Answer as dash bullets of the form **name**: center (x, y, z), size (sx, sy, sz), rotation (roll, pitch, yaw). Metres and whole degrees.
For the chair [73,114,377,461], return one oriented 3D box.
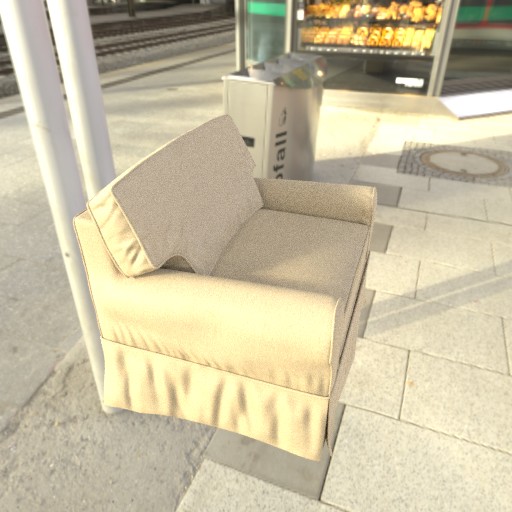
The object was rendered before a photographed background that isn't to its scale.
- **chair**: center (0.000, 0.000, 1.823), size (0.903, 0.937, 1.096), rotation (10, 33, 17)
